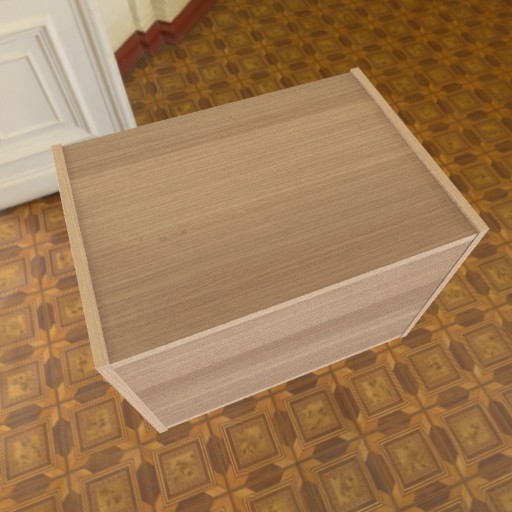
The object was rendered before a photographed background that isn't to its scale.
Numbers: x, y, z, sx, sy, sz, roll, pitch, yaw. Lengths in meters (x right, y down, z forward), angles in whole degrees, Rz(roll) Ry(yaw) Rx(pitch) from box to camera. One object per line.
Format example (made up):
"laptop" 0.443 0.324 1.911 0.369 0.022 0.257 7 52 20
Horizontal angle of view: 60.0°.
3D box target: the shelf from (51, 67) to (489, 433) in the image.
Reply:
"shelf" 0.000 0.000 0.627 0.415 0.305 0.290 -18 60 -11
